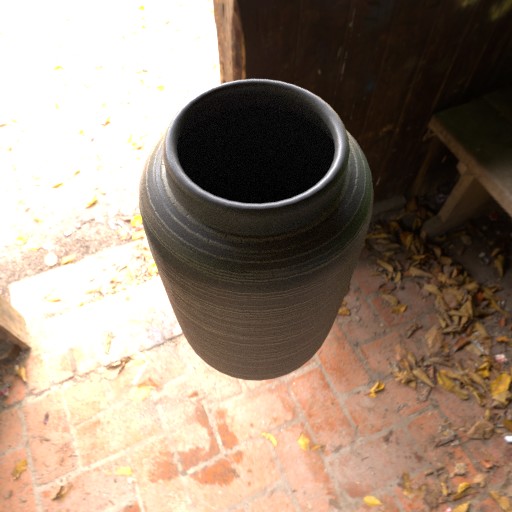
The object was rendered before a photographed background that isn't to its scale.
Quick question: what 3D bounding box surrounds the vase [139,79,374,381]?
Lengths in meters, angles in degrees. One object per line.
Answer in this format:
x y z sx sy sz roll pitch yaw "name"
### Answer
0.000 0.000 0.693 0.297 0.499 0.297 0 59 0 "vase"
